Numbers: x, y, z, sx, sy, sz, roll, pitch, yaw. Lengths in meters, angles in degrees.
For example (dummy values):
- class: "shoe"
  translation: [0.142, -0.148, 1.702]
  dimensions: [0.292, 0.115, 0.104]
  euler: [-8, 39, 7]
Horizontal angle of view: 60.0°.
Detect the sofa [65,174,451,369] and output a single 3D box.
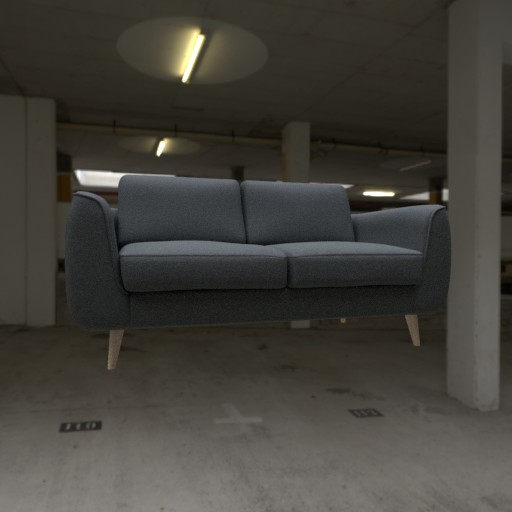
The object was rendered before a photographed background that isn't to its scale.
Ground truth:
- class: "sofa"
  translation: [0.000, 0.000, 2.227]
  dimensions: [1.700, 0.850, 0.920]
  euler: [0, 1, -18]
